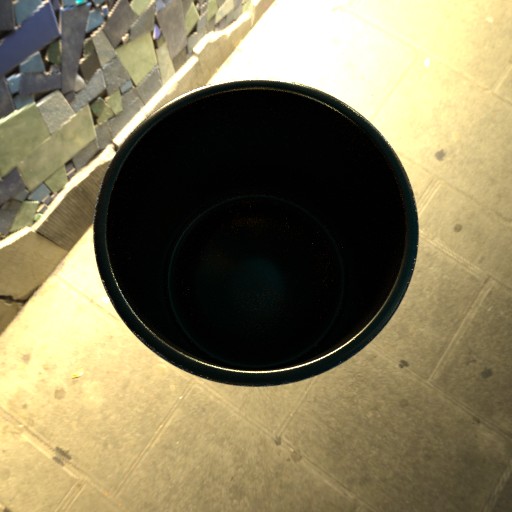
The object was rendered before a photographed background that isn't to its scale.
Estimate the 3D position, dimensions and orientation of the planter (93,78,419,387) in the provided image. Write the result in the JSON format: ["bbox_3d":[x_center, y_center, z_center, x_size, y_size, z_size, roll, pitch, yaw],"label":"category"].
[{"bbox_3d":[0.000,0.000,0.390,0.221,0.201,0.221,0,75,0],"label":"planter"}]
